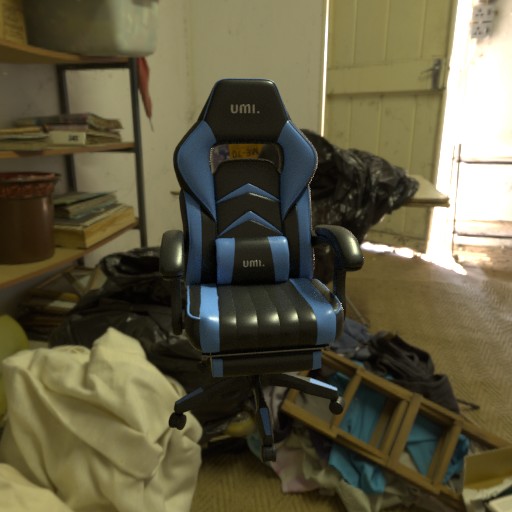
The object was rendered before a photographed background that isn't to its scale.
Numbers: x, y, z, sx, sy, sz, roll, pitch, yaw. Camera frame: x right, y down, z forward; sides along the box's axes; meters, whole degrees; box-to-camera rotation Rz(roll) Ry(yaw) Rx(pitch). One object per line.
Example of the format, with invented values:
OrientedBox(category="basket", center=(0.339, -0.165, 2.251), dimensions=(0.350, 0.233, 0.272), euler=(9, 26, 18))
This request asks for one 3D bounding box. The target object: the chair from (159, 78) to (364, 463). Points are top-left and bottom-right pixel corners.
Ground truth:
OrientedBox(category="chair", center=(0.000, 0.000, 1.650), dimensions=(0.700, 1.280, 0.700), euler=(-2, 17, -8))
